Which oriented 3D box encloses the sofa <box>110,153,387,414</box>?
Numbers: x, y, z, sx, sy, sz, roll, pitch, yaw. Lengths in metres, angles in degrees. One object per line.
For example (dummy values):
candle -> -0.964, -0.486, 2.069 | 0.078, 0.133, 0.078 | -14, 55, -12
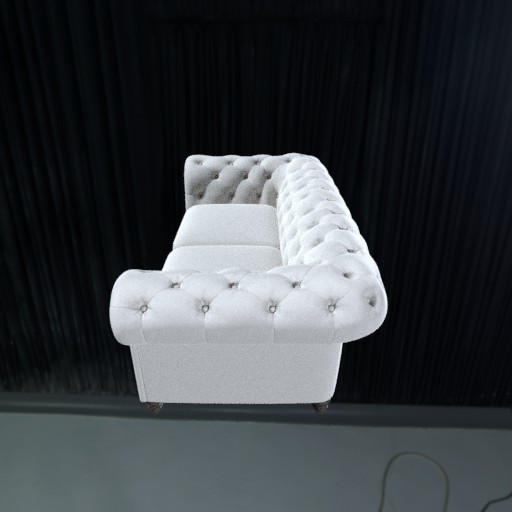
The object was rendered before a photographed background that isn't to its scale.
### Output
sofa -> 0.000, 0.000, 2.466 | 0.986, 0.764, 1.998 | 0, 26, 0
